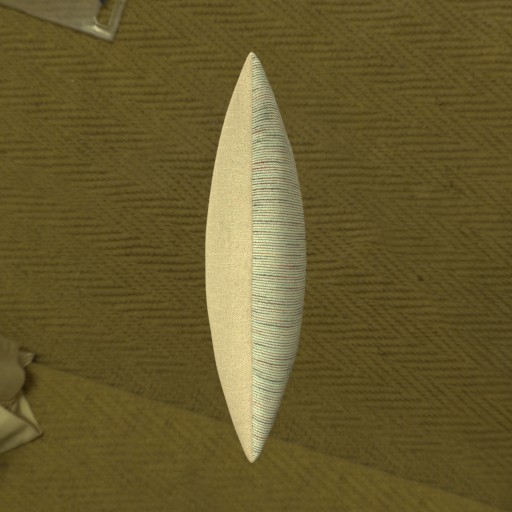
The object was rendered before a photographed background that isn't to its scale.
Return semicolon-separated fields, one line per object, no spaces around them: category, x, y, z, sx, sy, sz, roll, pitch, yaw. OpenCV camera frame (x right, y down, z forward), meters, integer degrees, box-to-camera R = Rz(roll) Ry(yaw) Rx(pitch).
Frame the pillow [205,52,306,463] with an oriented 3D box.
pillow;0.000;0.000;0.790;0.178;0.506;0.512;0;90;0
